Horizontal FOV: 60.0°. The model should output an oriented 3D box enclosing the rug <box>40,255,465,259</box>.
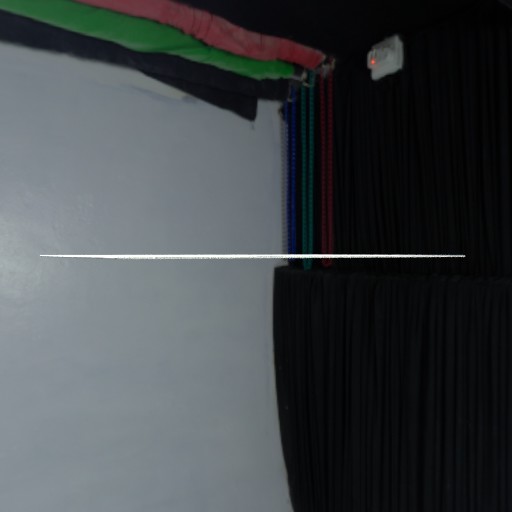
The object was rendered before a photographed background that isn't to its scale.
[{"bbox_3d":[0.000,0.000,2.259,1.813,0.006,1.202,0,0,-35],"label":"rug"}]
